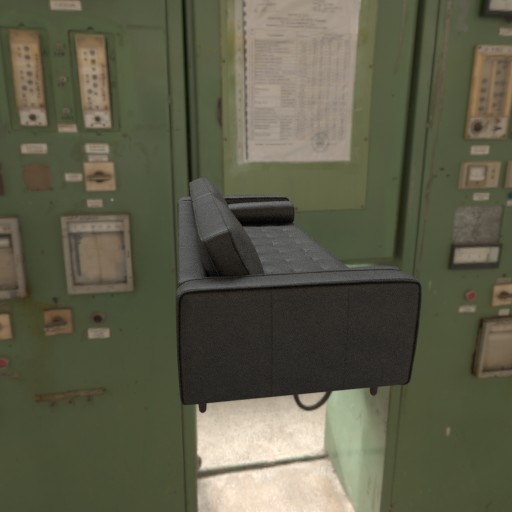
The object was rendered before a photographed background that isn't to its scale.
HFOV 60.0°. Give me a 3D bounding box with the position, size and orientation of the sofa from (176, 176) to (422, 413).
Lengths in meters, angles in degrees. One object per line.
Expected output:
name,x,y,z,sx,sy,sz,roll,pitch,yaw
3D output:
sofa,0.000,0.000,2.611,0.914,0.762,2.210,-3,16,-9
